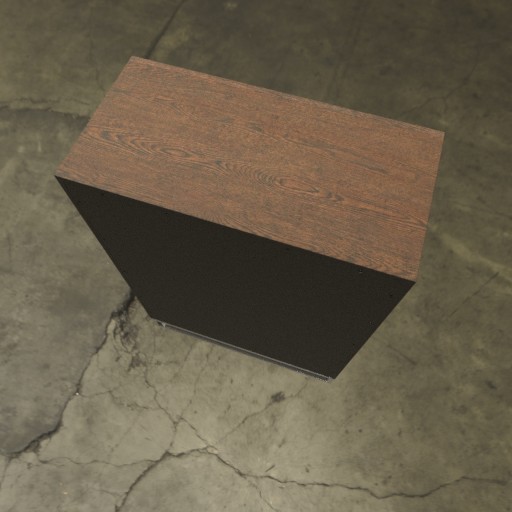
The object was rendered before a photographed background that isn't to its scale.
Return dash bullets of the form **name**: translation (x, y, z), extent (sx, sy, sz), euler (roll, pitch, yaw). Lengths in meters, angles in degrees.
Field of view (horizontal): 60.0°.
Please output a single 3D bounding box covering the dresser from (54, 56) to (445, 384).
- **dresser**: translation (0.000, 0.000, 1.807), extent (0.965, 1.321, 0.508), euler (17, 65, 8)
